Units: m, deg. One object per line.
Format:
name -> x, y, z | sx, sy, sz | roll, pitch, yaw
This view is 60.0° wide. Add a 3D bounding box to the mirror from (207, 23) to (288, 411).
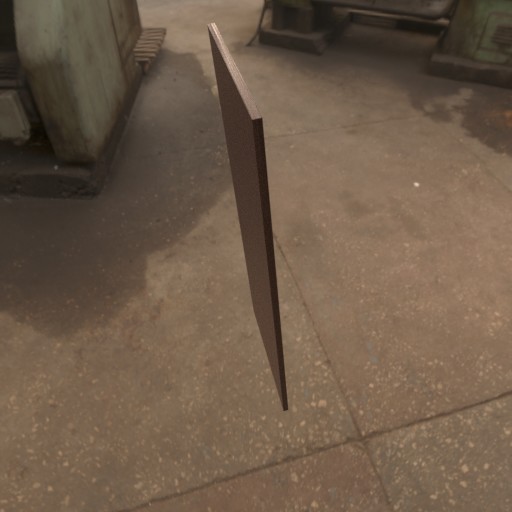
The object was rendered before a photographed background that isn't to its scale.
mirror -> 0.000, 0.000, 2.314 | 0.221, 2.020, 0.812 | -10, 47, -9
